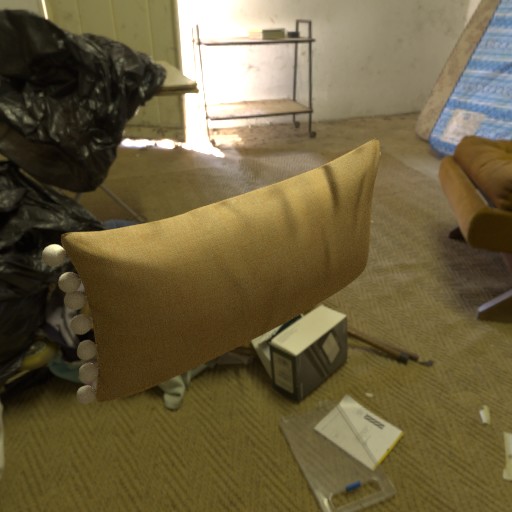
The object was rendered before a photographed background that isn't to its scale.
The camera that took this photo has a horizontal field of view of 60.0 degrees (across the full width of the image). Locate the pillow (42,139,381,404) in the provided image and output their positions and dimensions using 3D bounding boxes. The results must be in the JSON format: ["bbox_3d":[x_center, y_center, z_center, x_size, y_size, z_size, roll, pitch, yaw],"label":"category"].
[{"bbox_3d":[0.000,0.000,0.817,0.709,0.322,0.201,-22,37,-33],"label":"pillow"}]
